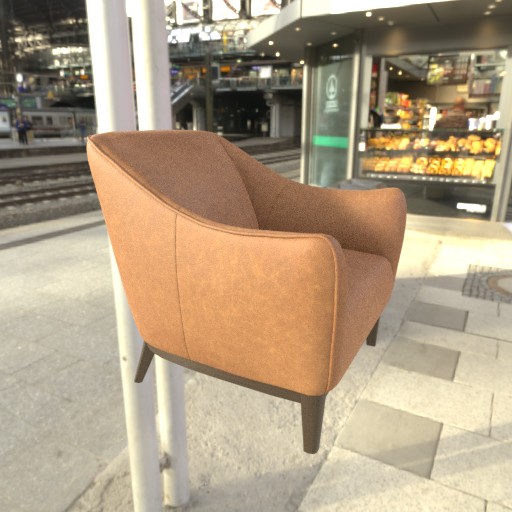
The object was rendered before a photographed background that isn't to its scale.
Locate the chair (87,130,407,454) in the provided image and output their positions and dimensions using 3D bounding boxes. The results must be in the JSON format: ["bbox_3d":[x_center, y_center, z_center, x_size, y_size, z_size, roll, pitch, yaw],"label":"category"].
[{"bbox_3d":[0.000,0.000,1.524,0.852,0.830,0.871,8,18,26],"label":"chair"}]
